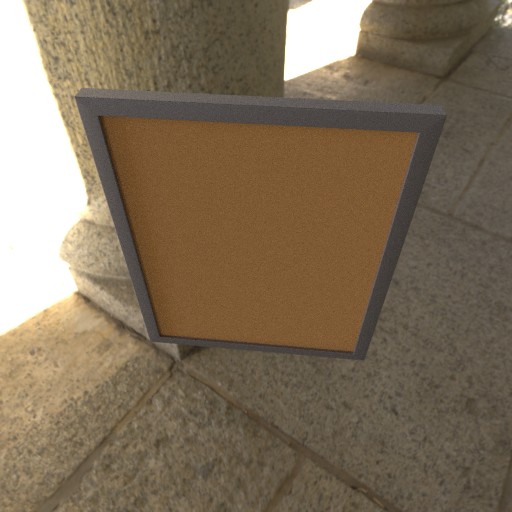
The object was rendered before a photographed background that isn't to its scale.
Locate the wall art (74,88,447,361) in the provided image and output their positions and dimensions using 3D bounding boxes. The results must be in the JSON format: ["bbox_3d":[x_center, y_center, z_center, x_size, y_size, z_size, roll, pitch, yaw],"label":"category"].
[{"bbox_3d":[0.000,0.000,0.752,0.458,0.558,0.029,4,46,4],"label":"wall art"}]
